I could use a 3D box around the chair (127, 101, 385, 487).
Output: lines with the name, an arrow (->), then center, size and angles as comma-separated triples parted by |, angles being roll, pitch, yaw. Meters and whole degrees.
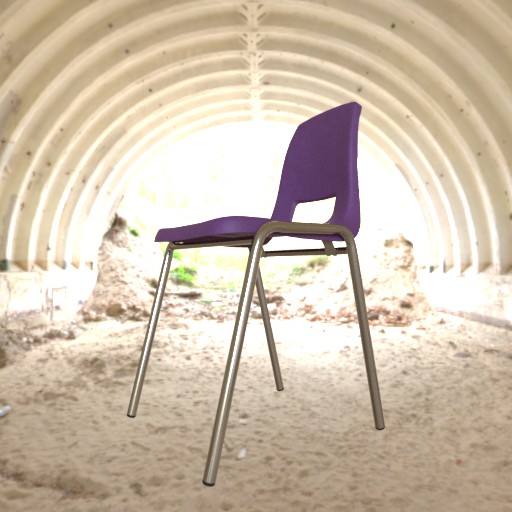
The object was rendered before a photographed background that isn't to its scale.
chair -> 0.000, 0.000, 0.939 | 0.432, 0.704, 0.381 | 1, -2, -34
